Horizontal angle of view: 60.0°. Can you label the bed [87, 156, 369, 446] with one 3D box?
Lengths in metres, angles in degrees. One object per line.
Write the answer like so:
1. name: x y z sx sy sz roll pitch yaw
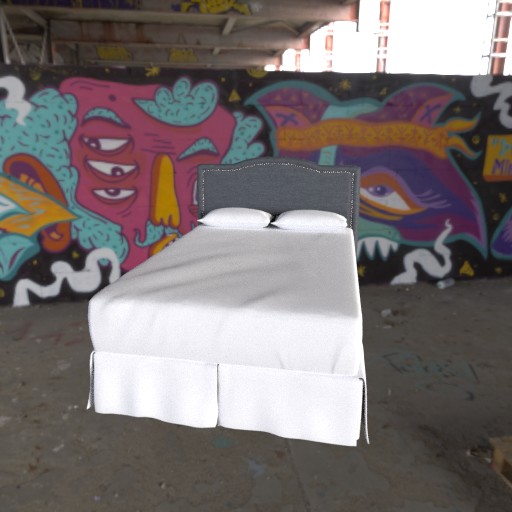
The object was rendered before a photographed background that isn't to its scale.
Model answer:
1. bed: 0.000 0.000 3.569 1.747 1.441 2.507 3 16 10
